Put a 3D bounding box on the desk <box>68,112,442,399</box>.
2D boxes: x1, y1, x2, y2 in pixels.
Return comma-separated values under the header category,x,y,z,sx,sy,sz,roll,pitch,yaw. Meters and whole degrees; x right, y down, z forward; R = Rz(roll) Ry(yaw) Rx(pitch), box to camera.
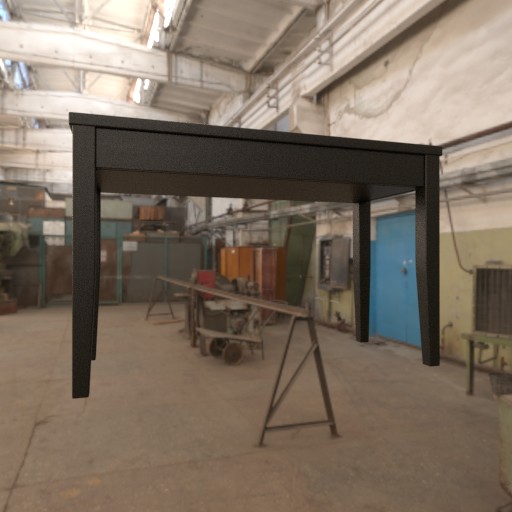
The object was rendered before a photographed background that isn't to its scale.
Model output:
category,x,y,z,sx,sy,sz,roll,pitch,yaw
desk,0.000,0.000,1.616,1.220,0.775,0.508,0,0,-18
